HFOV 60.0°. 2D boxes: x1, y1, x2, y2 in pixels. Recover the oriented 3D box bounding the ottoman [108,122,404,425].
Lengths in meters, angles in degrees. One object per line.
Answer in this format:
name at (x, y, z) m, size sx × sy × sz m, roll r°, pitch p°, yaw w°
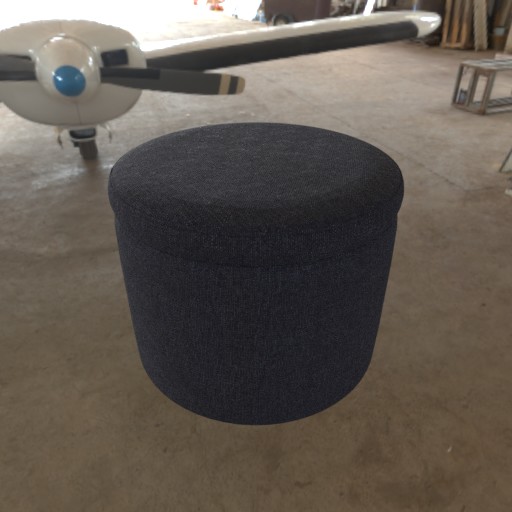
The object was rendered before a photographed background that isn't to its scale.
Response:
ottoman at (0.000, 0.000, 0.897) m, size 0.520 × 0.430 × 0.520 m, roll 0°, pitch 32°, yaw 0°
